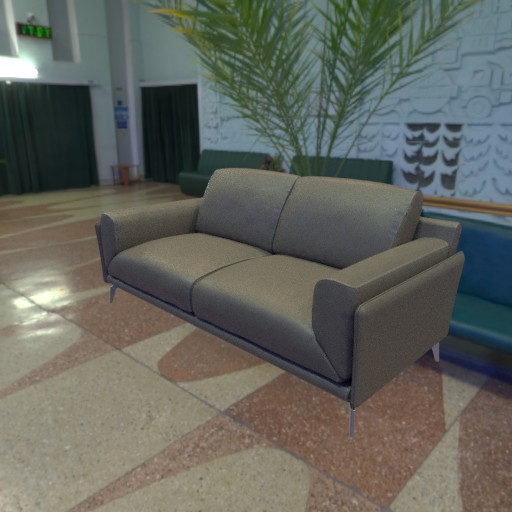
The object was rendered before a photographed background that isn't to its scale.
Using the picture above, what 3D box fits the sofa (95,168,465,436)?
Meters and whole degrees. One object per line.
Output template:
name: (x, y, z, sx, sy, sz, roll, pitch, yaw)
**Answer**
sofa: (0.000, 0.000, 2.699, 2.101, 0.930, 1.049, 16, 23, 42)
